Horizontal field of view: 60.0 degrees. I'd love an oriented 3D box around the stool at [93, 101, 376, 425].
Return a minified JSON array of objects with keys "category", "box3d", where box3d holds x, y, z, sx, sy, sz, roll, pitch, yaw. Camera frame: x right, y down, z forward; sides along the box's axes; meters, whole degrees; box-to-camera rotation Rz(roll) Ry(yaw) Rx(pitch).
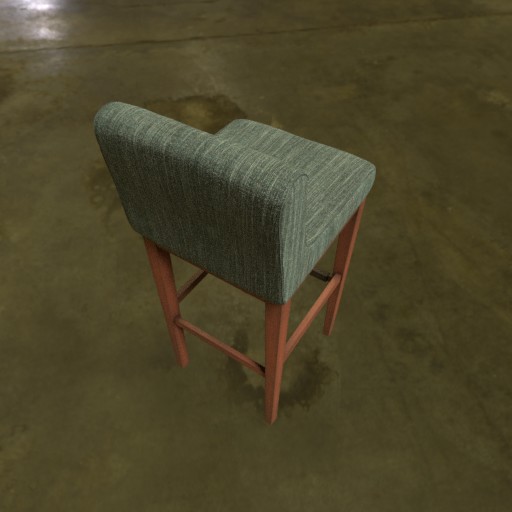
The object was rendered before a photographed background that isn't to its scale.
[{"category":"stool","box3d":[0.000,0.000,1.221,0.426,0.965,0.499,26,52,22]}]
